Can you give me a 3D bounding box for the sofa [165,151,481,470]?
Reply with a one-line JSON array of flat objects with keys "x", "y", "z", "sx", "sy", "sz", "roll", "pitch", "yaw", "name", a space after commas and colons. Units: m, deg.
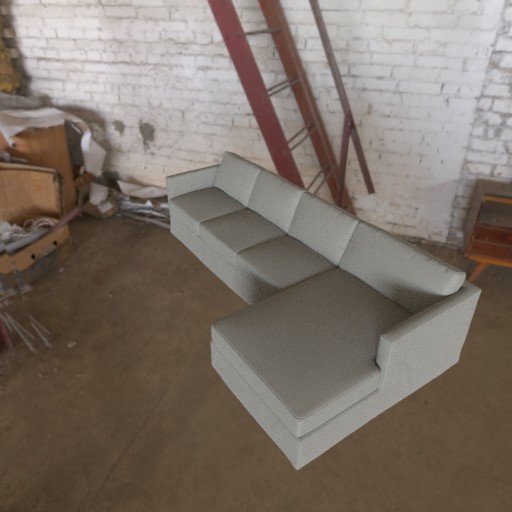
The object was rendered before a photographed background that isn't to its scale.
[{"x": 0.000, "y": 0.000, "z": 3.893, "sx": 1.622, "sy": 0.867, "sz": 3.177, "roll": -20, "pitch": 37, "yaw": -29, "name": "sofa"}]
